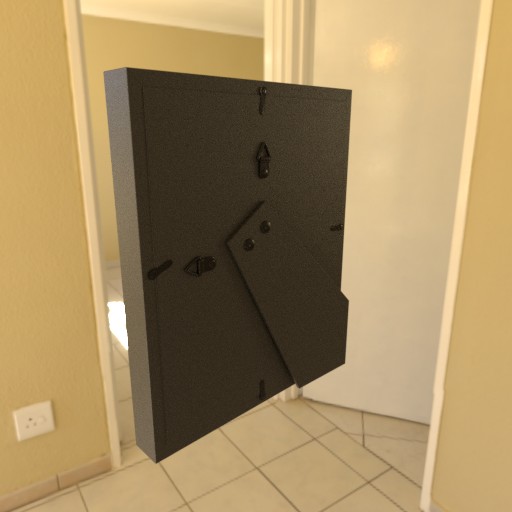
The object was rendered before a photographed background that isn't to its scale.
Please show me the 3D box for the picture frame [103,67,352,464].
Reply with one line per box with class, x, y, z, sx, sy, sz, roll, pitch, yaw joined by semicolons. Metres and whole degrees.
picture frame;0.000;0.000;0.387;0.232;0.284;0.042;-15;22;-42
